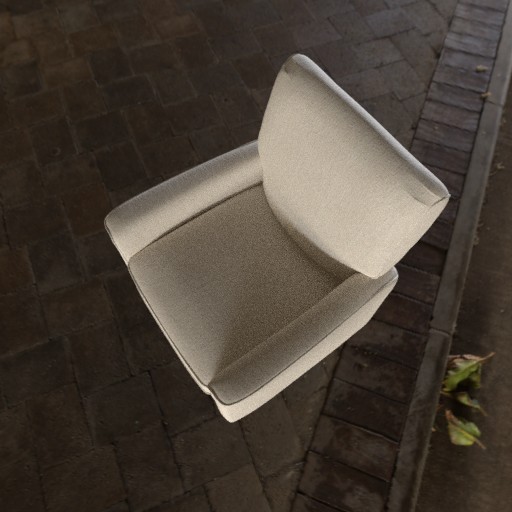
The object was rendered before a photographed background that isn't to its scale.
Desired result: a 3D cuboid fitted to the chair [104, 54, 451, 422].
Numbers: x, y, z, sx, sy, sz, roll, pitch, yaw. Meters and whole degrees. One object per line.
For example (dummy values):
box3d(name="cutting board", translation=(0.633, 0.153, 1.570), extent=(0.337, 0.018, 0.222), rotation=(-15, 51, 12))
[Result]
box3d(name="chair", translation=(0.000, 0.000, 1.644), extent=(0.858, 1.028, 0.841), rotation=(-33, 69, -15))
